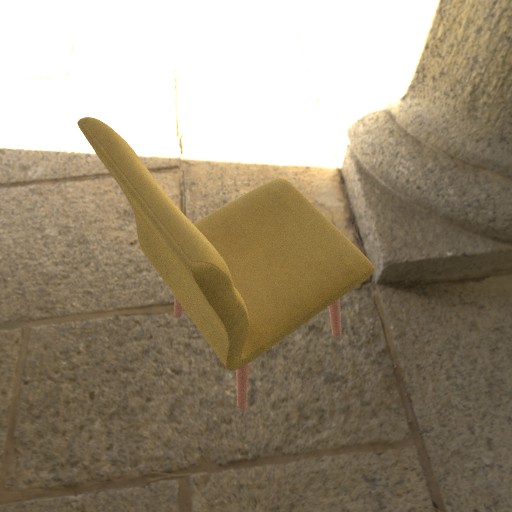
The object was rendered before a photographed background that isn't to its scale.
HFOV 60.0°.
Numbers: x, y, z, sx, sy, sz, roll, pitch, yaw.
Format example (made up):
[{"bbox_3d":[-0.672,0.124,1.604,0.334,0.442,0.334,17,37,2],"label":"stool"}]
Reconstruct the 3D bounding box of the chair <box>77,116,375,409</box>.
[{"bbox_3d":[0.000,0.000,1.255,0.550,0.965,0.450,-32,63,-18],"label":"chair"}]
